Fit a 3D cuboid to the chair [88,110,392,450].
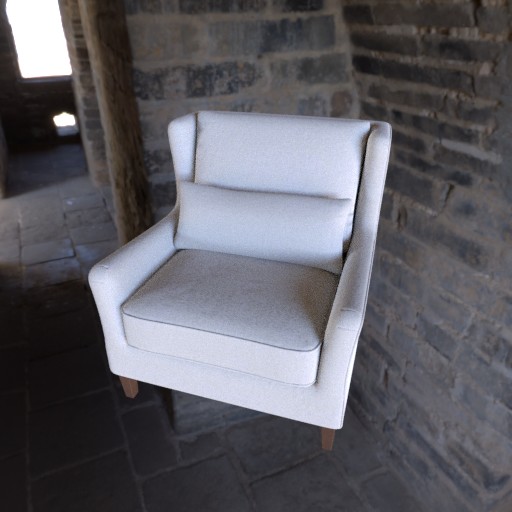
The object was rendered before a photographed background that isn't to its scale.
[{"bbox_3d":[0.000,0.000,1.906,0.982,1.056,1.040,9,30,16],"label":"chair"}]
